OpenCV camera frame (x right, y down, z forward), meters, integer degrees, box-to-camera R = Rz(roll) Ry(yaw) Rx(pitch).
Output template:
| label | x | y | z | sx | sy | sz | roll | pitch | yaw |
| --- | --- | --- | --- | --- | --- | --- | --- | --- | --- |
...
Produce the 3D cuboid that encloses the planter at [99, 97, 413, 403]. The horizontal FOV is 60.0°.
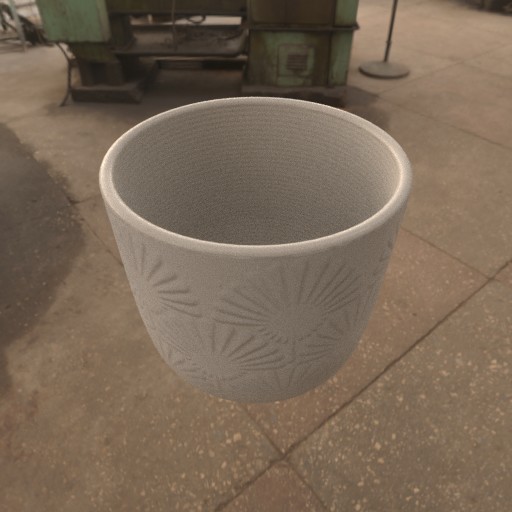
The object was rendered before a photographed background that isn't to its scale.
| label | x | y | z | sx | sy | sz | roll | pitch | yaw |
| --- | --- | --- | --- | --- | --- | --- | --- | --- | --- |
| planter | 0.000 | 0.000 | 0.215 | 0.124 | 0.109 | 0.124 | 0 | 41 | 0 |
